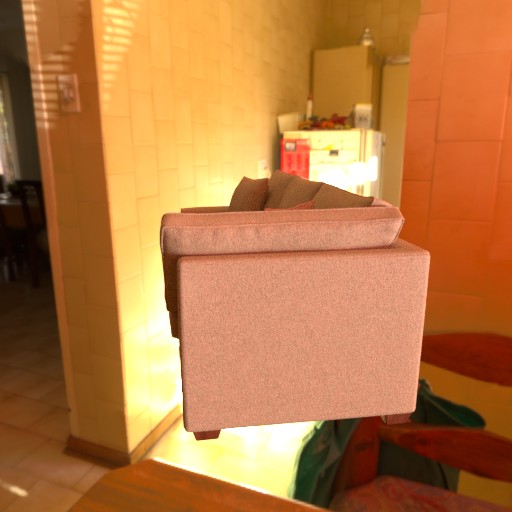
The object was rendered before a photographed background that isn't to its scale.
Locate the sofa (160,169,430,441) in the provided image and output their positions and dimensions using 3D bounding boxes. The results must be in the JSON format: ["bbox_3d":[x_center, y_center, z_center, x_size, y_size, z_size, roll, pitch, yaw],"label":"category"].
[{"bbox_3d":[0.000,0.000,2.815,1.061,0.962,2.317,-2,14,-9],"label":"sofa"}]
